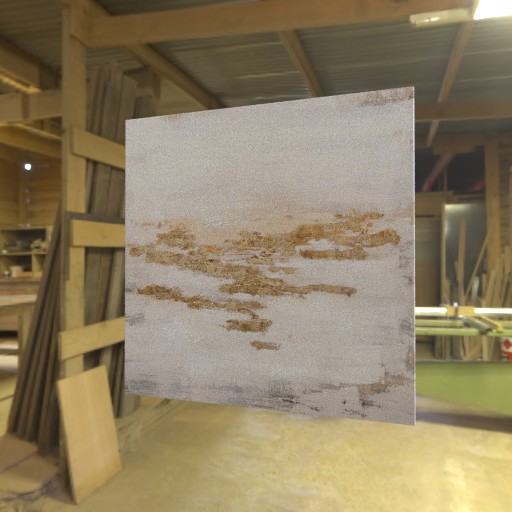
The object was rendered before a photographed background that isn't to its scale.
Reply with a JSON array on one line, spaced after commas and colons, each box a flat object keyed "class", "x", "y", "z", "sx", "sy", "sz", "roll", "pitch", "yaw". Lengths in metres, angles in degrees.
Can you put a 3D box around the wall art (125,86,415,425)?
[{"class": "wall art", "x": 0.000, "y": 0.000, "z": 1.507, "sx": 1.015, "sy": 1.018, "sz": 0.040, "roll": 0, "pitch": -1, "yaw": 18}]
